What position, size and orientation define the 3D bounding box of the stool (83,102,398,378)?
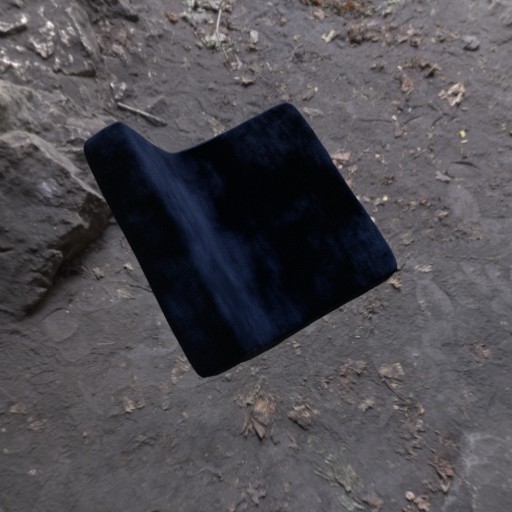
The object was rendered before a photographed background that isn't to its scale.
[{"bbox_3d":[0.000,0.000,1.300,0.500,1.037,0.511,-29,78,-7],"label":"stool"}]
